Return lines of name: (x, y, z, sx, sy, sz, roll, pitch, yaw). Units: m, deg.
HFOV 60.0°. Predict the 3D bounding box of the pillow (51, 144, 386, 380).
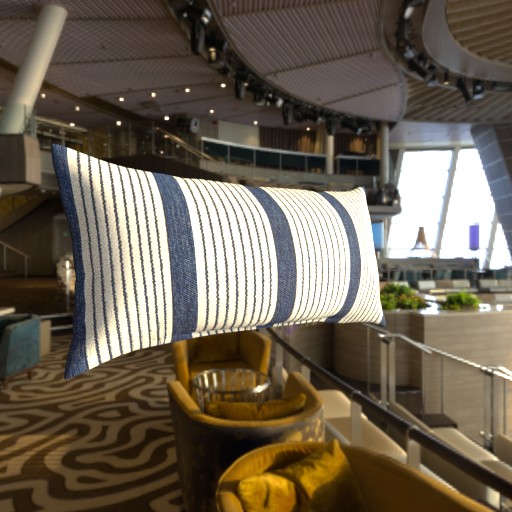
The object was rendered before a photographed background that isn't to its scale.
pillow: (0.000, 0.000, 0.727, 0.608, 0.292, 0.156, 0, 1, -36)
